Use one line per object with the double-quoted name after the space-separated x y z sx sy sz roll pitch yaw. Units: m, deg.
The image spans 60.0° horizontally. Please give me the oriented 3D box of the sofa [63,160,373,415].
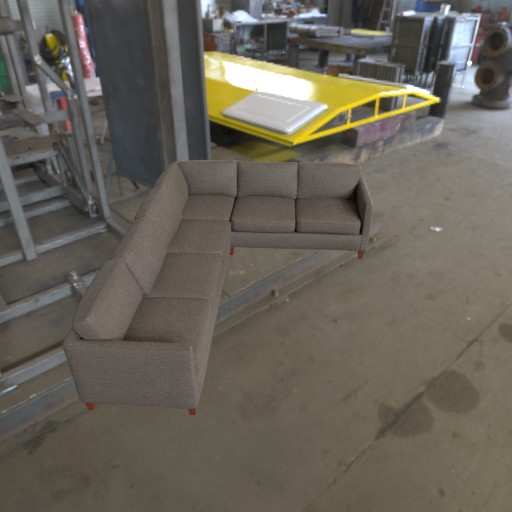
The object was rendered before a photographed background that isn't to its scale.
0.000 0.000 4.507 2.593 0.947 3.302 2 33 3 "sofa"
